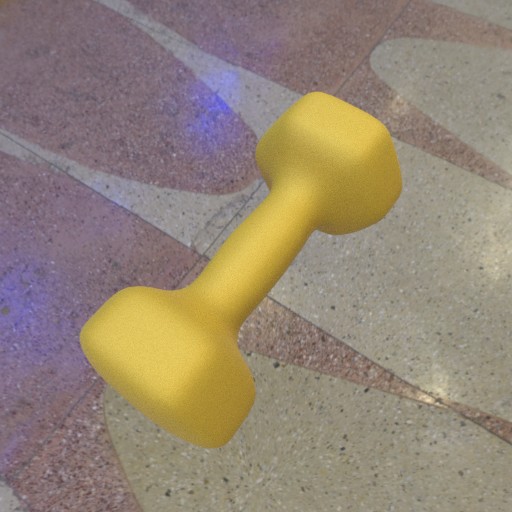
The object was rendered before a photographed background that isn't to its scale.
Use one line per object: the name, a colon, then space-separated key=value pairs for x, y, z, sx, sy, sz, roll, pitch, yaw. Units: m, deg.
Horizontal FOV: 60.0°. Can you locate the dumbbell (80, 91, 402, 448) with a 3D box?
dumbbell: x=0.000 y=0.000 z=0.237 sx=0.090 sy=0.082 sz=0.190 roll=33 pitch=67 yaw=16
